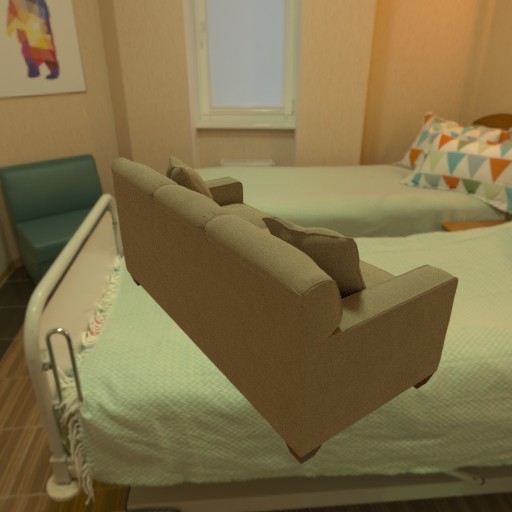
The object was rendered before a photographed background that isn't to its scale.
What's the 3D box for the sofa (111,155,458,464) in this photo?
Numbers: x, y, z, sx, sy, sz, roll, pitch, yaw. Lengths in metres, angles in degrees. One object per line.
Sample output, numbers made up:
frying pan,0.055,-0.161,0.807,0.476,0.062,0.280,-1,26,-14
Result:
sofa,0.000,0.000,2.637,0.997,0.958,2.024,-17,31,-31
